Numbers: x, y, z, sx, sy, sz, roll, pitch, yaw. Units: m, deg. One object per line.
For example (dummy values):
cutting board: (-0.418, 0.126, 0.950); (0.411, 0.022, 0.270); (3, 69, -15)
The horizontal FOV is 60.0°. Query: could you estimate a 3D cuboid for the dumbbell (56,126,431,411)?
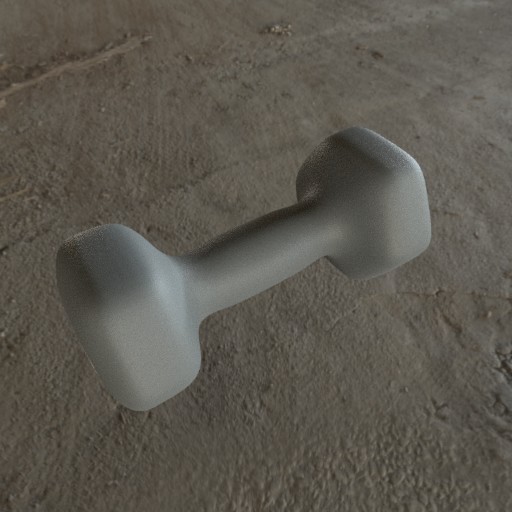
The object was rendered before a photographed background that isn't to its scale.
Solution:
dumbbell: (0.000, 0.000, 0.228); (0.184, 0.081, 0.090); (-25, 52, -21)
